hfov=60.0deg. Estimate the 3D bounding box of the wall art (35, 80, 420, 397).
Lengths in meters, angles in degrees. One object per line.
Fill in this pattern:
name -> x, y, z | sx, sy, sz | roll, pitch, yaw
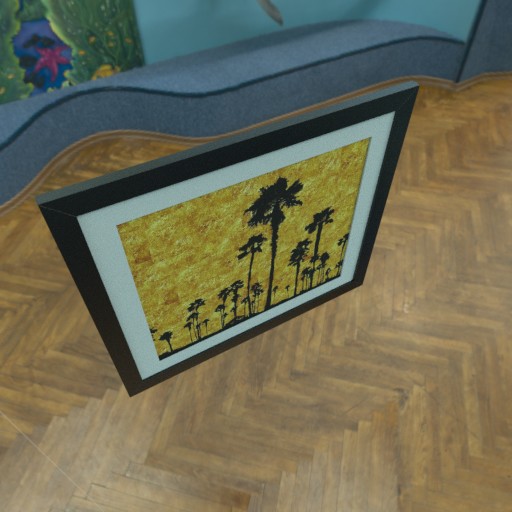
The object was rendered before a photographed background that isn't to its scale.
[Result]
wall art -> 0.000, 0.000, 0.521 | 0.383, 0.332, 0.012 | -23, 52, -19
